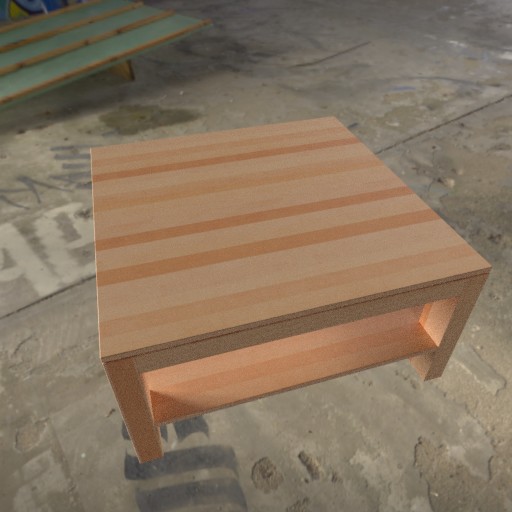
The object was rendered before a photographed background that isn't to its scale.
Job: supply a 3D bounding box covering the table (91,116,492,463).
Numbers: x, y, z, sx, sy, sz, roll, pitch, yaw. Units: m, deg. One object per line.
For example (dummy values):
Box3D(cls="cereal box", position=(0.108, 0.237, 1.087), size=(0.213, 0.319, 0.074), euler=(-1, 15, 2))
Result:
Box3D(cls="table", position=(0.000, 0.000, 1.424), size=(0.900, 0.450, 0.900), euler=(-11, 42, -13))
